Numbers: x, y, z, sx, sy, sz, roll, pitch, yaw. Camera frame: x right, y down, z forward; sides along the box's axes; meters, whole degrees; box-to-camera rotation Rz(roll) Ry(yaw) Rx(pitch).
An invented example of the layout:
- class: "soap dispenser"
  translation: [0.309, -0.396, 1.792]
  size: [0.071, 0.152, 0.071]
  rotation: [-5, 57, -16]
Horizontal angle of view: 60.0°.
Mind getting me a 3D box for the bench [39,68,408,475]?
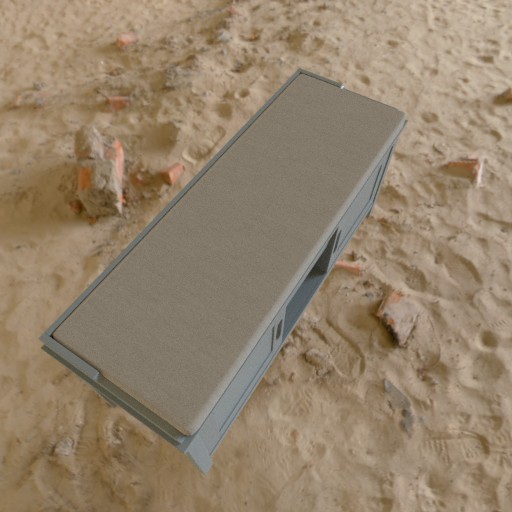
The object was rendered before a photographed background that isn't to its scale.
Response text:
- class: "bench"
  translation: [0.000, 0.000, 1.349]
  size: [0.398, 0.501, 1.140]
  rotation: [28, 61, 17]
